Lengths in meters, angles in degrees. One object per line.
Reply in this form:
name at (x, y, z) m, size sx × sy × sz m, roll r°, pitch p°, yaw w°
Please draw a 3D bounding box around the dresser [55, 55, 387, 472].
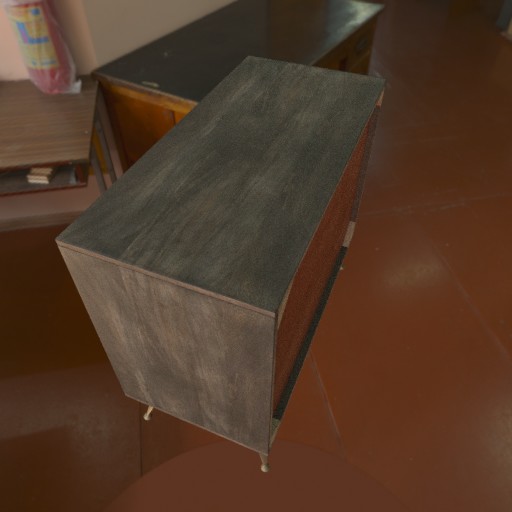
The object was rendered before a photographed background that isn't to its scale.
dresser at (0.000, 0.000, 1.359) m, size 0.453 × 0.801 × 0.923 m, roll 17°, pitch 48°, yaw 16°
